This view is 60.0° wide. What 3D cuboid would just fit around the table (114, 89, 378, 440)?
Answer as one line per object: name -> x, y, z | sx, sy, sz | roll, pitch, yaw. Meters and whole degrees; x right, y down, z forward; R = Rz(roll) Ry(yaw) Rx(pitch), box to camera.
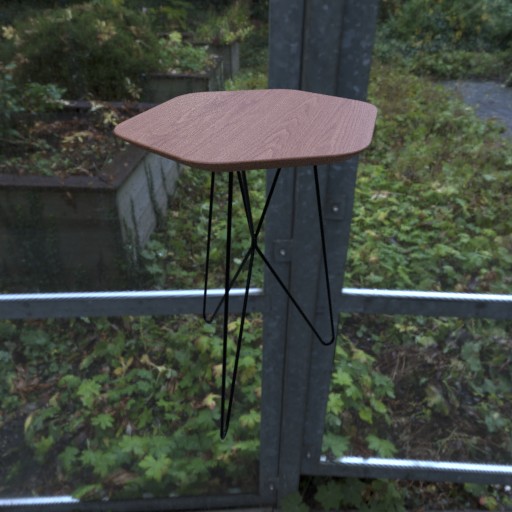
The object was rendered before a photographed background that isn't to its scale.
table -> 0.000, 0.000, 0.905 | 0.400, 0.562, 0.500 | 8, 32, 14
